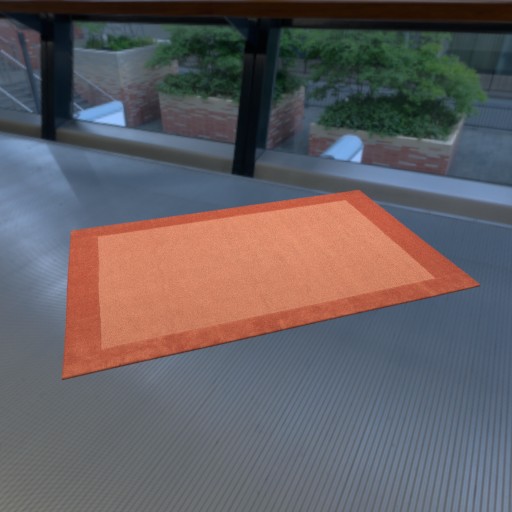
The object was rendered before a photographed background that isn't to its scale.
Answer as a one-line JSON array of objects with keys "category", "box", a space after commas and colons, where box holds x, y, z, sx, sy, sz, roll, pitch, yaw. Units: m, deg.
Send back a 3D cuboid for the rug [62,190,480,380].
[{"category": "rug", "box": [0.000, 0.000, 3.038, 2.438, 0.014, 1.524, -10, 34, -15]}]
